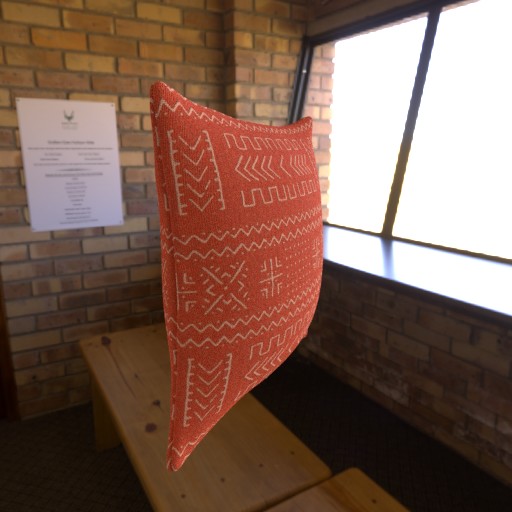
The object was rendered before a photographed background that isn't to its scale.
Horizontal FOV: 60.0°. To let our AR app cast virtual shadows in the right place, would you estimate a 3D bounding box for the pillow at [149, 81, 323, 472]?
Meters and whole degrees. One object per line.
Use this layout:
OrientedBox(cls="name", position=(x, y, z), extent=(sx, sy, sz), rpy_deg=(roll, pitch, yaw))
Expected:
OrientedBox(cls="pillow", position=(0.000, 0.000, 0.653), extent=(0.164, 0.429, 0.438), rpy_deg=(7, 15, 26))
